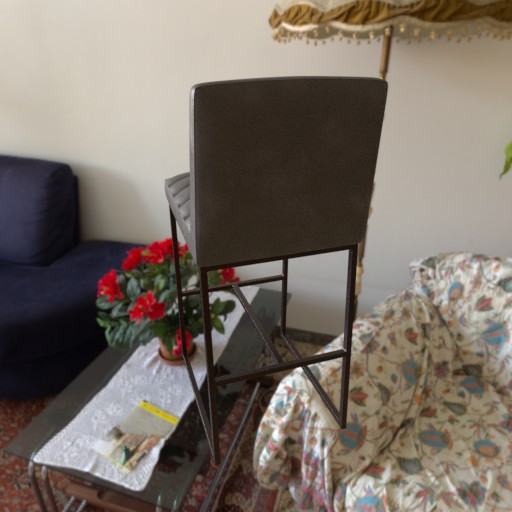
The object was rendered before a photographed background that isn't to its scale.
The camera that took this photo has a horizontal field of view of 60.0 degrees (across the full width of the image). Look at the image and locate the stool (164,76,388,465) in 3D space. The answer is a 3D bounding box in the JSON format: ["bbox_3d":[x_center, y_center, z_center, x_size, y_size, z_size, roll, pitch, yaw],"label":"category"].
[{"bbox_3d":[0.000,0.000,1.370,0.463,1.065,0.562,-8,27,-17],"label":"stool"}]
